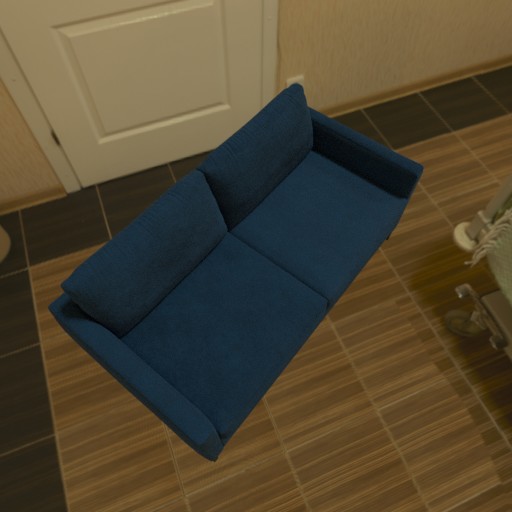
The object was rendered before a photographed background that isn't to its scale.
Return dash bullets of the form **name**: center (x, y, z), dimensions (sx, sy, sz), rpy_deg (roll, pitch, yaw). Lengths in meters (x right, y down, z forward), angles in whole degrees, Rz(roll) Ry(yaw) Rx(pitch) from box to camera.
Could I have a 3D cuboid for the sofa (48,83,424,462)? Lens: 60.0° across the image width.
- **sofa**: center (0.000, 0.000, 2.168), dimensions (0.875, 0.817, 1.676), rpy_deg (35, 65, 19)
